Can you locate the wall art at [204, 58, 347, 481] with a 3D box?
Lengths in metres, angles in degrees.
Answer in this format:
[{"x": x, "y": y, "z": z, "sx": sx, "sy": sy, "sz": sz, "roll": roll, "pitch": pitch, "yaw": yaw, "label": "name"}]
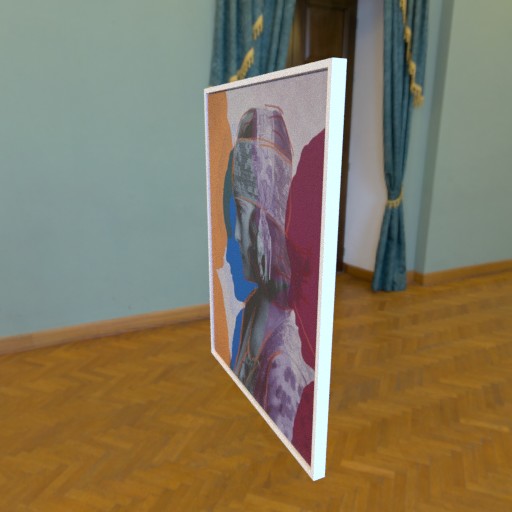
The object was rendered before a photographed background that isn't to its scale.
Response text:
[{"x": 0.000, "y": 0.000, "z": 1.401, "sx": 0.039, "sy": 1.050, "sz": 0.795, "roll": -7, "pitch": 17, "yaw": -25, "label": "wall art"}]
